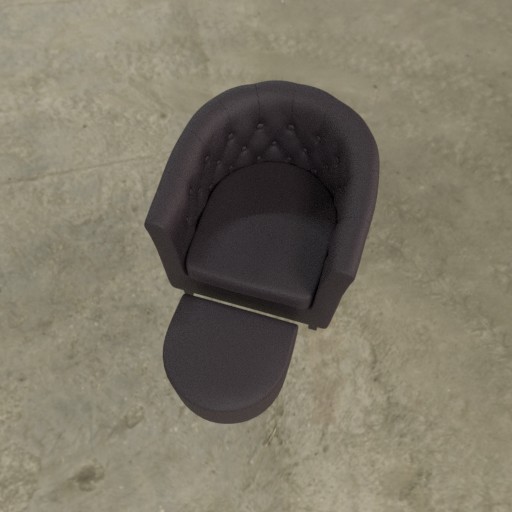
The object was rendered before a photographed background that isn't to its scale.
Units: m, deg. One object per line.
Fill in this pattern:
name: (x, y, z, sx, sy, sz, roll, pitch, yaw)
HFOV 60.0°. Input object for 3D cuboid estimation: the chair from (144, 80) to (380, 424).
chair: (0.000, 0.000, 1.728, 0.763, 0.760, 1.191, 14, 61, 8)
